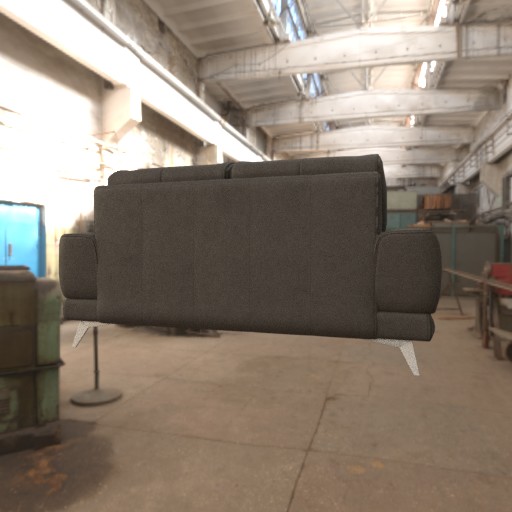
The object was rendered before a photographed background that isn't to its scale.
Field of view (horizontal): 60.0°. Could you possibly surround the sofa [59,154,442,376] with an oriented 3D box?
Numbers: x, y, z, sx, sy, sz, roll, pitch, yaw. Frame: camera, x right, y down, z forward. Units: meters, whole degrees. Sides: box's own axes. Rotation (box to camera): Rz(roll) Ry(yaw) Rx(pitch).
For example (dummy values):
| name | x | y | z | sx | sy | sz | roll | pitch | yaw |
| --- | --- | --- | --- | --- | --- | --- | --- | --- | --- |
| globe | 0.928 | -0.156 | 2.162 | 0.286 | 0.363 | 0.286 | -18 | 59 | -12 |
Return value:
| name | x | y | z | sx | sy | sz | roll | pitch | yaw |
| --- | --- | --- | --- | --- | --- | --- | --- | --- | --- |
| sofa | 0.000 | 0.000 | 2.406 | 1.806 | 0.907 | 1.018 | 0 | 1 | 18 |
